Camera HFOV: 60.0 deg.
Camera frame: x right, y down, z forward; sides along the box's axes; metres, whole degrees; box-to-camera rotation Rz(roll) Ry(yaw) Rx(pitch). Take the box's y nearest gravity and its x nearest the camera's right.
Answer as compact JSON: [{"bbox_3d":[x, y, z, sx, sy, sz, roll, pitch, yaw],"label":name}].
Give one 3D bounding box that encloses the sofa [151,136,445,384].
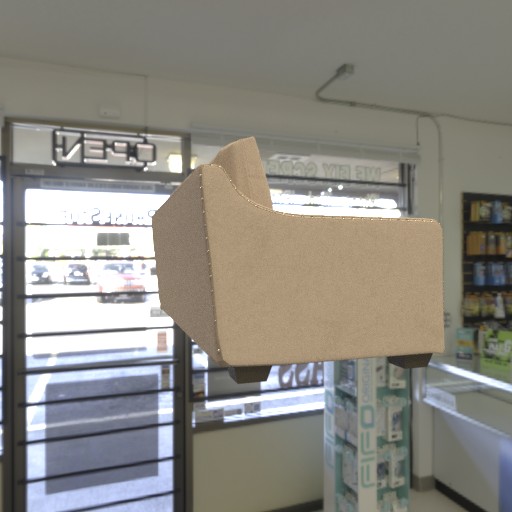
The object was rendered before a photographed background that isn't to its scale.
[{"bbox_3d":[0.000,0.000,2.559,1.030,0.901,1.967,0,0,-18],"label":"sofa"}]
